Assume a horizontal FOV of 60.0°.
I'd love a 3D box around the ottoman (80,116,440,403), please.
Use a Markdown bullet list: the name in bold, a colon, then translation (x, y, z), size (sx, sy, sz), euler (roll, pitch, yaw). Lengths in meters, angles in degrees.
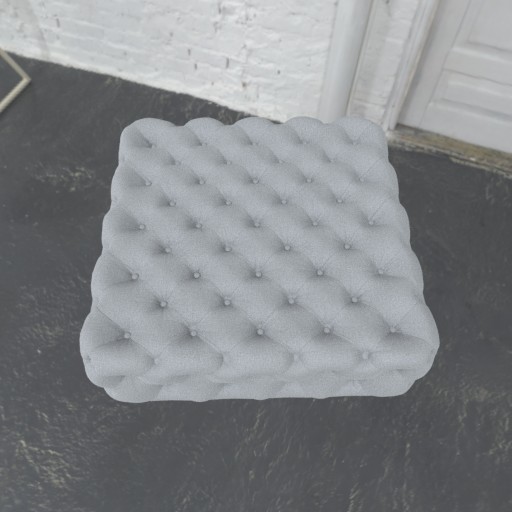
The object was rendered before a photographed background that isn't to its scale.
- **ottoman**: translation (0.000, 0.000, 1.206), size (0.764, 0.365, 0.758), euler (-1, 57, -1)
